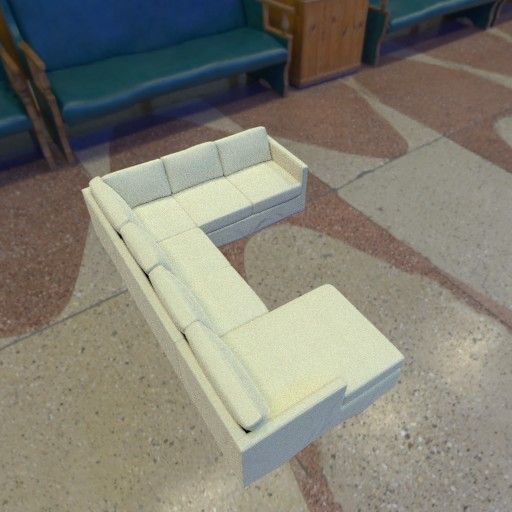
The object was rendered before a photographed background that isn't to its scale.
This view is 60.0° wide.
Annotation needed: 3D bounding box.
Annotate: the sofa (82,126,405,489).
[{"bbox_3d":[0.000,0.000,4.536,2.448,0.882,3.464,-25,50,-23],"label":"sofa"}]
